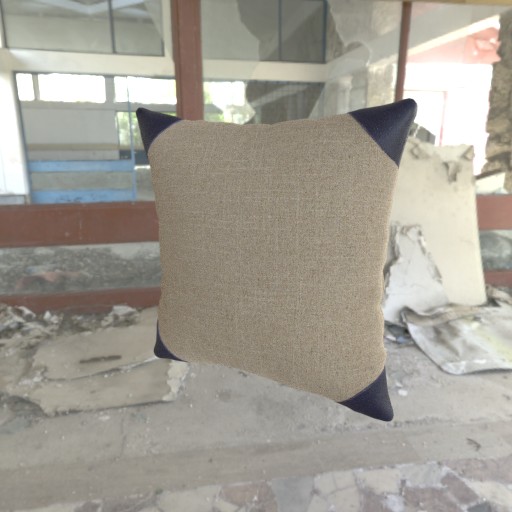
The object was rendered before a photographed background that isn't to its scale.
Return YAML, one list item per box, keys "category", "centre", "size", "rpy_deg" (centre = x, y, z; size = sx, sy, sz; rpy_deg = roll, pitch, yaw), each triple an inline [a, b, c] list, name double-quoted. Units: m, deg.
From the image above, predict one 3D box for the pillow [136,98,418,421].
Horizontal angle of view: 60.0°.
- category: "pillow"
  centre: [0.000, 0.000, 0.674]
  size: [0.440, 0.441, 0.147]
  rpy_deg: [7, 17, 26]
